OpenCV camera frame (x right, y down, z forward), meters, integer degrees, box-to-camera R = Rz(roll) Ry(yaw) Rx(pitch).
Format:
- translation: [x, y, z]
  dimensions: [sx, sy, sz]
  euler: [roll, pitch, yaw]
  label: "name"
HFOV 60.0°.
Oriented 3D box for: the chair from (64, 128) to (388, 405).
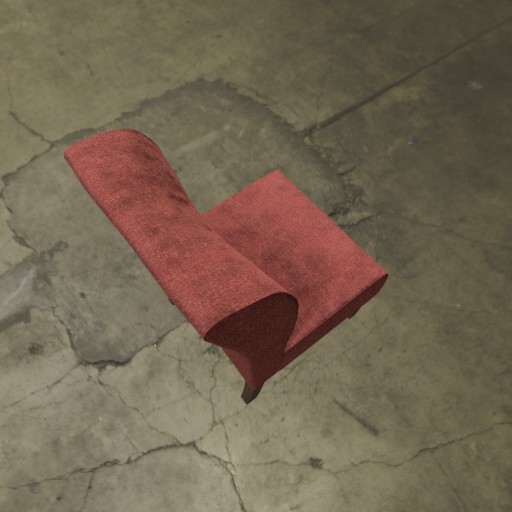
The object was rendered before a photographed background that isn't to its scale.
- translation: [0.000, 0.000, 1.274]
  dimensions: [0.640, 0.846, 0.538]
  euler: [-33, 65, -18]
  label: "chair"
